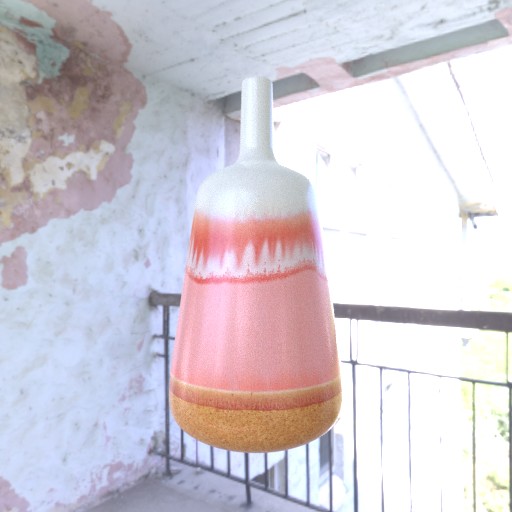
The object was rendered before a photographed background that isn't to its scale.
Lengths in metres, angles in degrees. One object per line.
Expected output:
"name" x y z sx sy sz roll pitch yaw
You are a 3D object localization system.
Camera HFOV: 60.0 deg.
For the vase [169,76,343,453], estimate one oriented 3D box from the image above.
"vase" 0.000 0.000 0.376 0.144 0.296 0.144 0 -1 0
